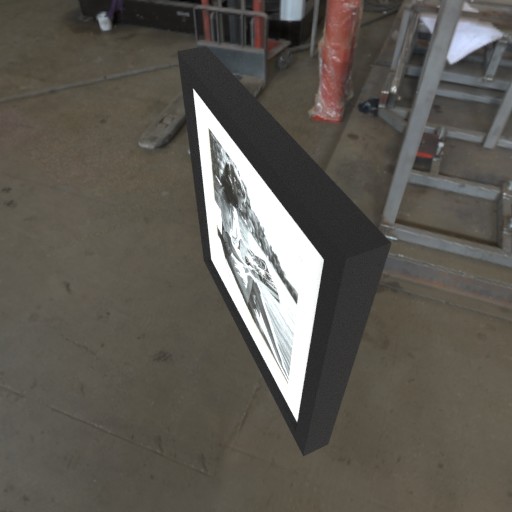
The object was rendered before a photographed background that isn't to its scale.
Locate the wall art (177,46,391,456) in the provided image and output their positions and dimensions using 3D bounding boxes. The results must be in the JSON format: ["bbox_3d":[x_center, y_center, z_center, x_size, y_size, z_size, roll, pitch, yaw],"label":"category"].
[{"bbox_3d":[0.000,0.000,0.456,0.030,0.305,0.308,-18,49,-17],"label":"wall art"}]
